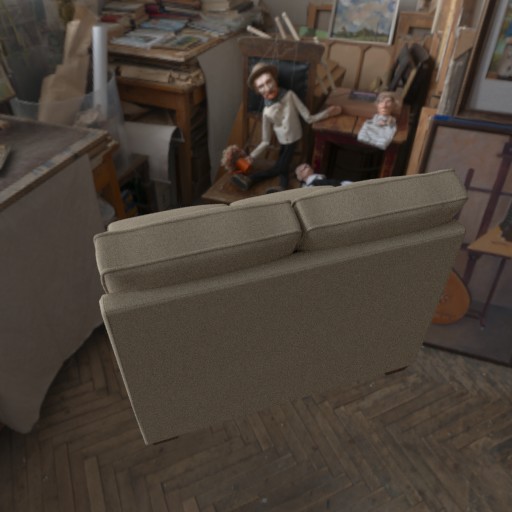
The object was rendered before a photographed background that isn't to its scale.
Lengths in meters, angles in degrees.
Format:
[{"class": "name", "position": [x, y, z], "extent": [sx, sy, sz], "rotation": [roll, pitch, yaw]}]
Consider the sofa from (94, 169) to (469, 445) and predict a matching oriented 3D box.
[{"class": "sofa", "position": [0.000, 0.000, 1.930], "extent": [1.237, 1.008, 0.951], "rotation": [-12, 42, -14]}]
